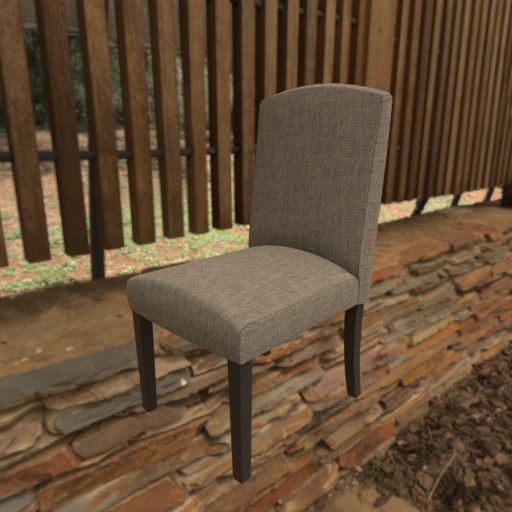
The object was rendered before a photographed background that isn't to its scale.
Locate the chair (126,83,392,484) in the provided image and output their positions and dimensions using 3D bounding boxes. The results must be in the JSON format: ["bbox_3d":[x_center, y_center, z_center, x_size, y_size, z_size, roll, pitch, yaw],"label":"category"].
[{"bbox_3d":[0.000,0.000,1.212,0.451,0.917,0.580,15,21,42],"label":"chair"}]
